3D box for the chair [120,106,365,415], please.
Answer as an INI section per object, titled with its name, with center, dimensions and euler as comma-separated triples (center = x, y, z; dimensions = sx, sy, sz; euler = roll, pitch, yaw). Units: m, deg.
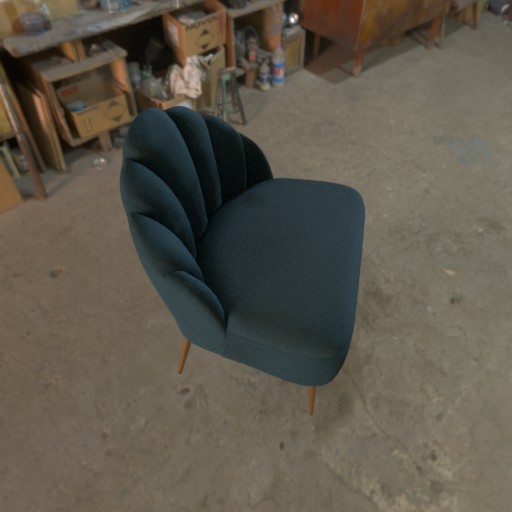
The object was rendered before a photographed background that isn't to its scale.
[chair]
center = 0.000, 0.000, 1.295
dimensions = 0.599, 0.819, 0.657
euler = 10, 48, 9
